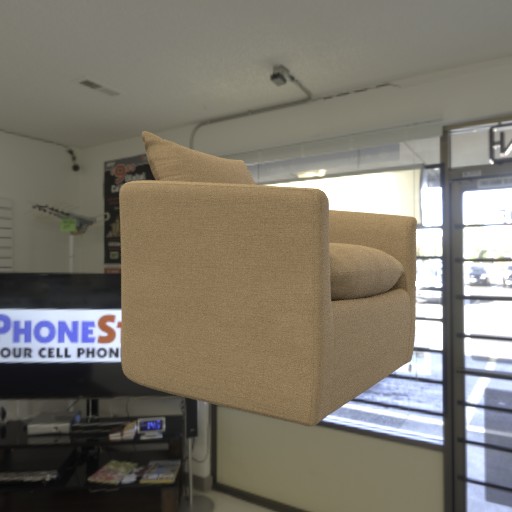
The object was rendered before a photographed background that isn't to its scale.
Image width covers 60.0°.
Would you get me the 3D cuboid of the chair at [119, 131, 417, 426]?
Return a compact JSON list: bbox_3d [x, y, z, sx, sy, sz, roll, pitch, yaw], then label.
[{"bbox_3d":[0.000,0.000,1.579,0.910,0.848,0.845,0,-1,35],"label":"chair"}]
